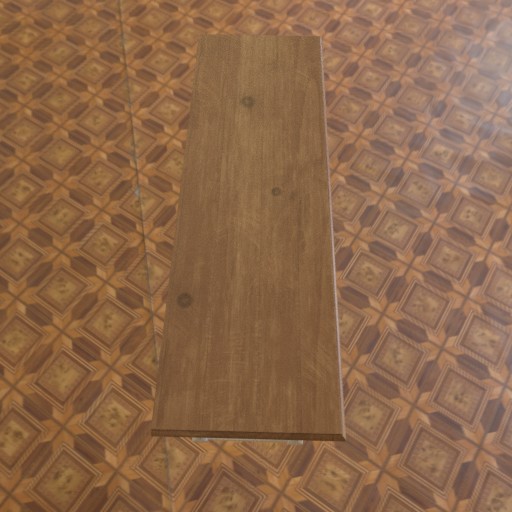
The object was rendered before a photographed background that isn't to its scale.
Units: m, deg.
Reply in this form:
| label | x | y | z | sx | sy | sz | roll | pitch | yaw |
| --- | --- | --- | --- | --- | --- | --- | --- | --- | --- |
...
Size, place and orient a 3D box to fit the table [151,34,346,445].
| label | x | y | z | sx | sy | sz | roll | pitch | yaw |
| --- | --- | --- | --- | --- | --- | --- | --- | --- | --- |
| table | 0.000 | 0.000 | 1.523 | 0.399 | 0.800 | 1.219 | 1 | 64 | 1 |
